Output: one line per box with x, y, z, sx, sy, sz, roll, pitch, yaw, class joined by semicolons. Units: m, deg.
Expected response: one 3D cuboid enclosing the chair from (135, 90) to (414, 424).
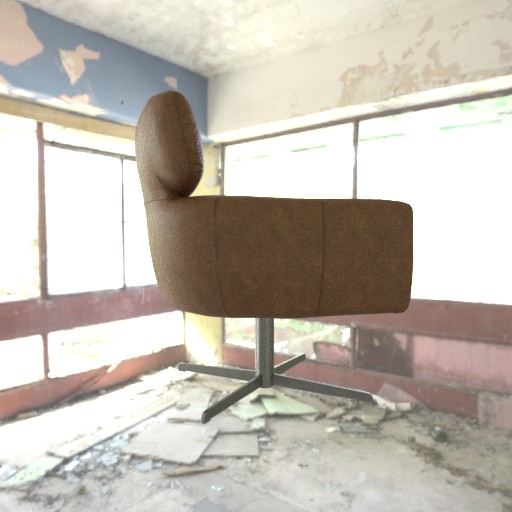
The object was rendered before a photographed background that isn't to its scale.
0.000;0.000;1.367;0.715;0.812;0.706;-1;2;-17;chair
